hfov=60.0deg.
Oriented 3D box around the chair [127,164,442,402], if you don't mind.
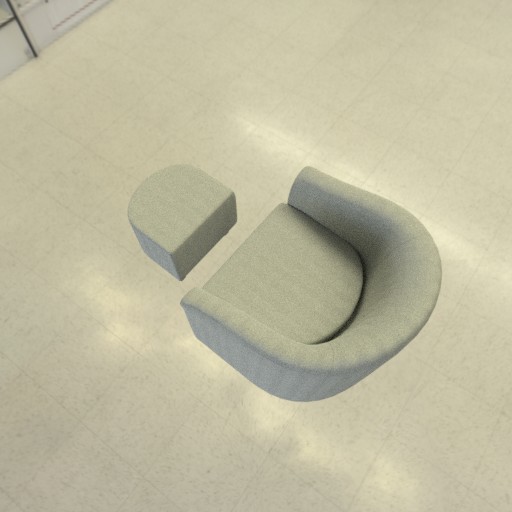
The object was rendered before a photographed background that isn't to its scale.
[{"bbox_3d":[0.000,0.000,1.796,1.288,0.757,0.756,35,68,17],"label":"chair"}]
